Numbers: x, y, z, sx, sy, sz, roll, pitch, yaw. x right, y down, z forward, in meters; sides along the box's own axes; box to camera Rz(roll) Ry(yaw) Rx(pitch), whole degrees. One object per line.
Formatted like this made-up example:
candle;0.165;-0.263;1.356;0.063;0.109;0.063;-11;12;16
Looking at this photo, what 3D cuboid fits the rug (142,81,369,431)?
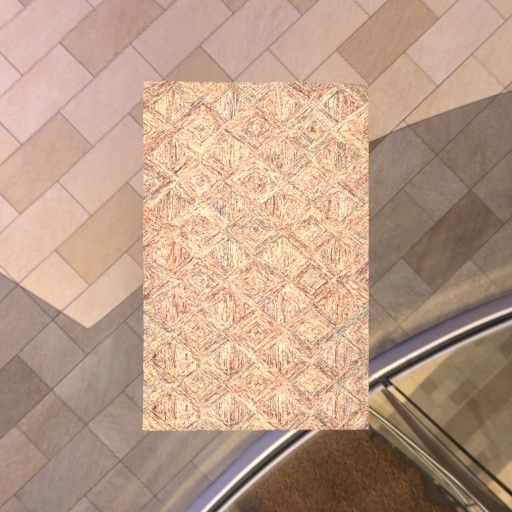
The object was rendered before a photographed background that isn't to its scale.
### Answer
rug;0.000;0.000;2.236;1.143;0.014;1.761;0;90;-1
